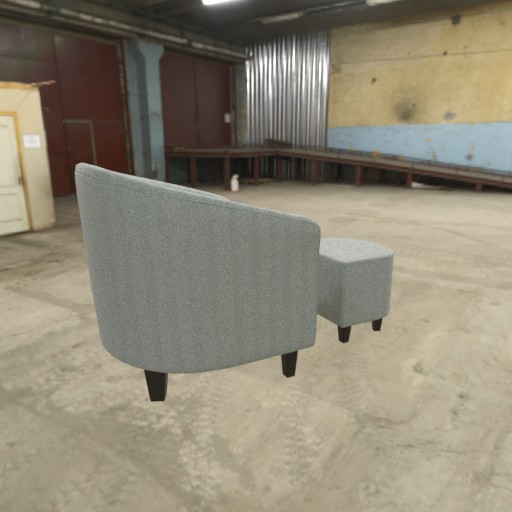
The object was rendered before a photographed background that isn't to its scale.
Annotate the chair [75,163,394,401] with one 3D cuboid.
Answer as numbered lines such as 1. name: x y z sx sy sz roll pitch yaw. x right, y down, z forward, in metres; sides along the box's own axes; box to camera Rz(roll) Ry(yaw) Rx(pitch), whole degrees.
1. chair: 0.000 0.000 1.775 1.288 0.757 0.756 -8 16 -27
